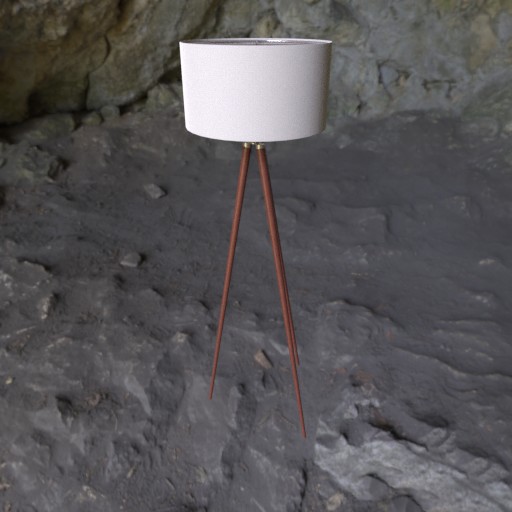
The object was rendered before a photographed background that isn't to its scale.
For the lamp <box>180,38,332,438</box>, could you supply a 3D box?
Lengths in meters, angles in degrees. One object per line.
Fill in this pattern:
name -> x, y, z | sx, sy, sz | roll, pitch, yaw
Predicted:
lamp -> 0.000, 0.000, 1.780 | 0.483, 1.553, 0.483 | 1, 28, 1
